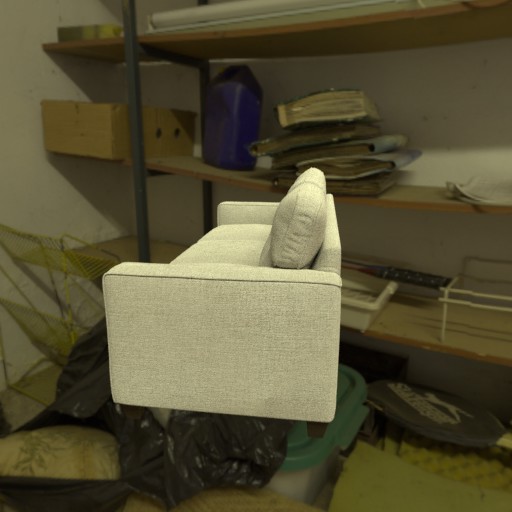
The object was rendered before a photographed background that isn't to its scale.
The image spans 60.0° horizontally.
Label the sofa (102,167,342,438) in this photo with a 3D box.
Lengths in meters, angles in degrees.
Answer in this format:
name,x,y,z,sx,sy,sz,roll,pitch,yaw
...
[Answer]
name,x,y,z,sx,sy,sz,roll,pitch,yaw
sofa,0.000,0.000,2.692,0.939,0.965,2.133,2,15,8
